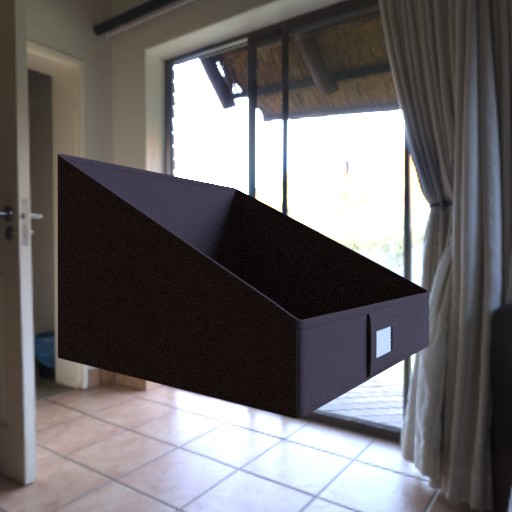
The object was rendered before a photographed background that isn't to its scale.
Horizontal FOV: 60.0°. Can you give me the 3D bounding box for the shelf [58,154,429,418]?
[{"bbox_3d":[0.000,0.000,0.480,0.292,0.210,0.292,0,0,37],"label":"shelf"}]
